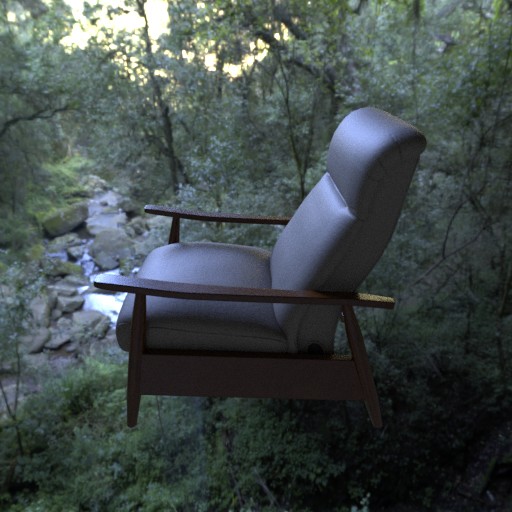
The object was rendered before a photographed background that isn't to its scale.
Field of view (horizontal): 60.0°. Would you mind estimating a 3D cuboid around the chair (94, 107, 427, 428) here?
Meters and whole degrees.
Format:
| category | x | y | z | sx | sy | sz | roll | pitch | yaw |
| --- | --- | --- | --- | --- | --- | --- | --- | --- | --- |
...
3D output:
| category | x | y | z | sx | sy | sz | roll | pitch | yaw |
| --- | --- | --- | --- | --- | --- | --- | --- | --- | --- |
| chair | 0.000 | 0.000 | 1.770 | 1.032 | 1.082 | 0.762 | 0 | 25 | 0 |
